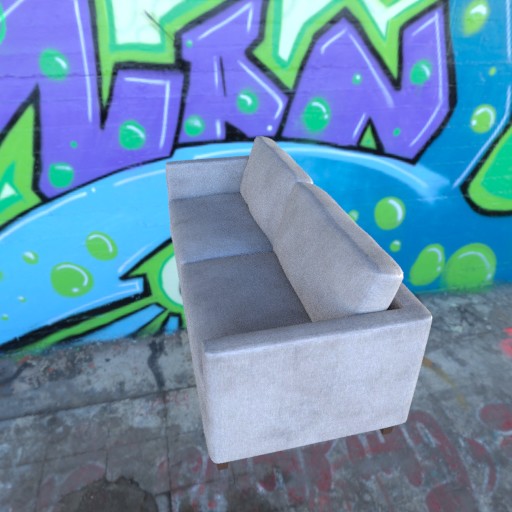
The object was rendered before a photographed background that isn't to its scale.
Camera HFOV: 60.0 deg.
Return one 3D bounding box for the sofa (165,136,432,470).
[{"bbox_3d":[0.000,0.000,2.708,0.951,0.965,2.208,-7,31,-12],"label":"sofa"}]
